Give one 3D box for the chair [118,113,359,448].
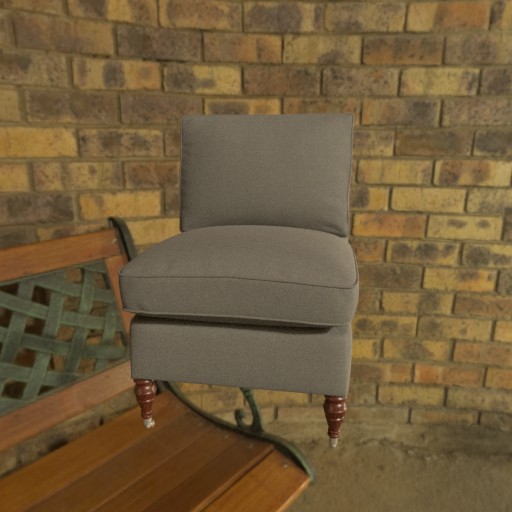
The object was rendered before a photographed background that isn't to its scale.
[{"bbox_3d":[0.000,0.000,1.667,0.724,1.045,0.924,2,15,9],"label":"chair"}]
